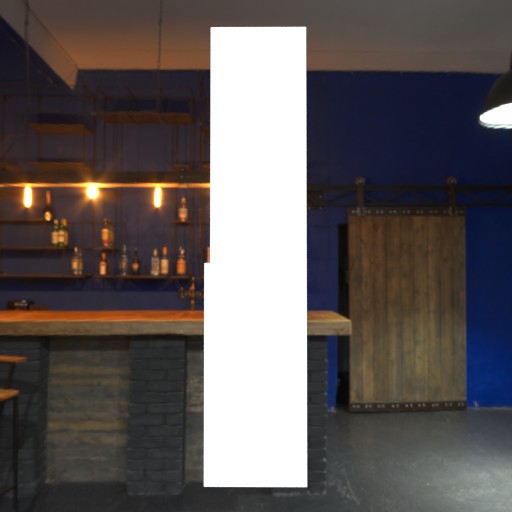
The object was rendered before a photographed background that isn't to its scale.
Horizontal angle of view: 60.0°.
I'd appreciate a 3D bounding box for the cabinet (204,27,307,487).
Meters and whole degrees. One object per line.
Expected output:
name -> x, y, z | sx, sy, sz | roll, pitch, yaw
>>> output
cabinet -> 0.000, 0.000, 1.501 | 0.300, 1.350, 0.400 | 0, -1, 0
